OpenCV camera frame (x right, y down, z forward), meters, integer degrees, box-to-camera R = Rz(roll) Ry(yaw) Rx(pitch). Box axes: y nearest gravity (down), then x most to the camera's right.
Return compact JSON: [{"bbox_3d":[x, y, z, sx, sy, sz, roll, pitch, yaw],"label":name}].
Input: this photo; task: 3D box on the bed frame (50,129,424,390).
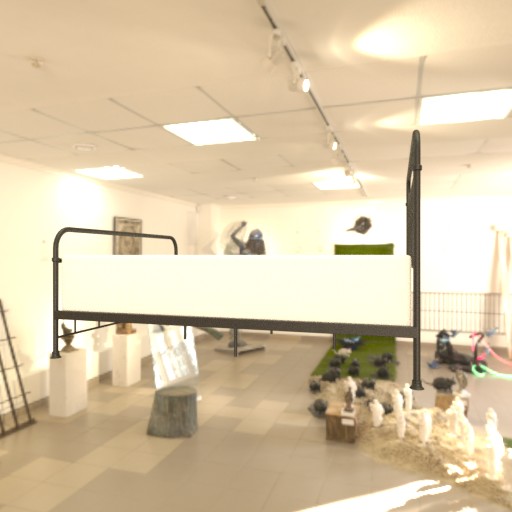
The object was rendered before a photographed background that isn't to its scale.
[{"bbox_3d":[0.000,0.000,3.222,2.203,1.276,1.664,0,0,18],"label":"bed frame"}]
